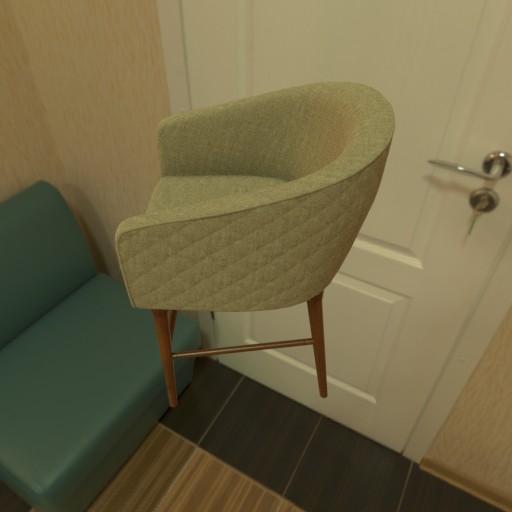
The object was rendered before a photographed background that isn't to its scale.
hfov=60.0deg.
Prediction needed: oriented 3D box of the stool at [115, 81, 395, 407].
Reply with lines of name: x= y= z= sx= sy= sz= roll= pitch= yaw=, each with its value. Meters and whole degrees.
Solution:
stool: x=0.000 y=0.000 z=1.349 sx=0.635 sy=0.952 sz=0.559 roll=0 pitch=42 yaw=1
